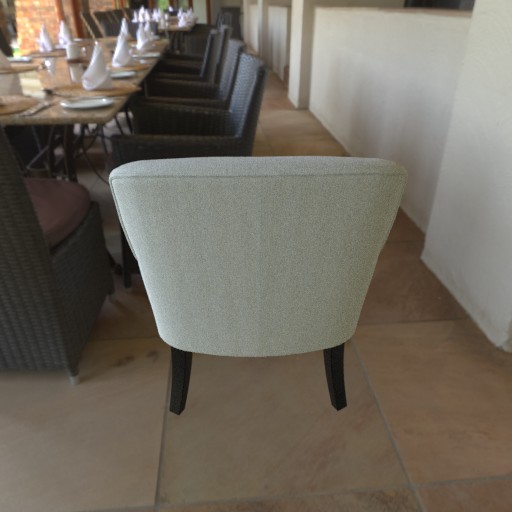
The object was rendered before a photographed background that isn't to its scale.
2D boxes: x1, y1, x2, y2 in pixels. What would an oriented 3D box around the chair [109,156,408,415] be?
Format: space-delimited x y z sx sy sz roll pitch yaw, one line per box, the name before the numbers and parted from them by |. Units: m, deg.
chair | 0.000 0.000 1.493 0.781 0.875 0.750 -1 30 -2
